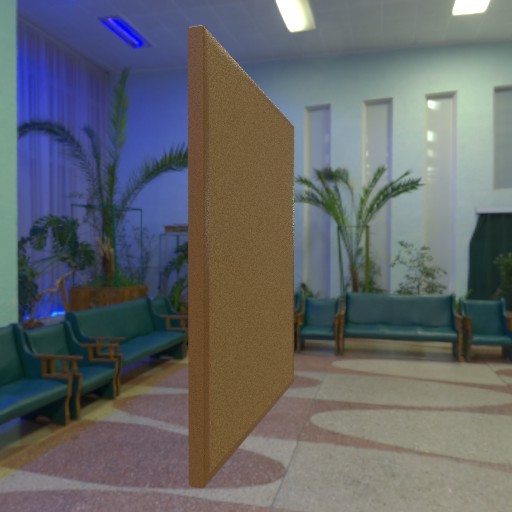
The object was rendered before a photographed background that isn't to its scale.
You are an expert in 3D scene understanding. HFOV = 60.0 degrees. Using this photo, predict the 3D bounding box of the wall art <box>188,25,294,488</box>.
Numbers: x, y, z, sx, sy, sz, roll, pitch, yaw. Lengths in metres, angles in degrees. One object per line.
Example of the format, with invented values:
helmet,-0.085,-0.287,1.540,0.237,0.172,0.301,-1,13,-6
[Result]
wall art,0.000,0.000,0.745,0.022,0.553,0.452,0,1,19
